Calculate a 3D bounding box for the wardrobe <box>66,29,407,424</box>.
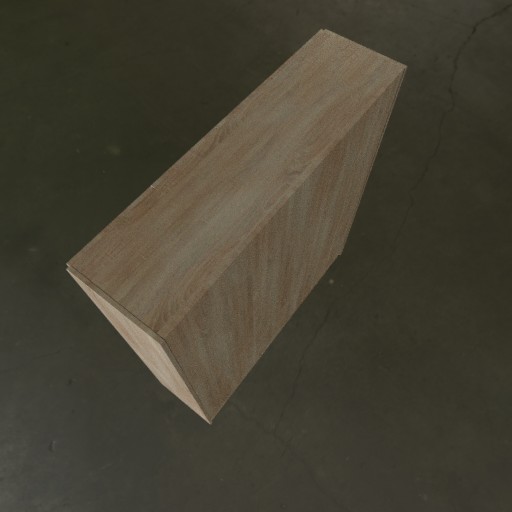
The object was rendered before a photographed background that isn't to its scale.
[{"bbox_3d":[0.000,0.000,3.120,0.598,2.159,1.998,34,67,17],"label":"wardrobe"}]
